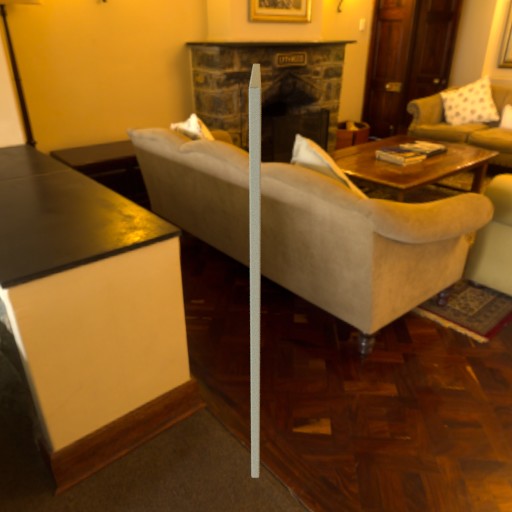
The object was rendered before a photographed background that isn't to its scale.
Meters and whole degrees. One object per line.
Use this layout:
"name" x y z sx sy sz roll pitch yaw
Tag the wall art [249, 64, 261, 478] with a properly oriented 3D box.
"wall art" 0.000 0.000 0.689 0.012 0.529 0.374 0 26 0
